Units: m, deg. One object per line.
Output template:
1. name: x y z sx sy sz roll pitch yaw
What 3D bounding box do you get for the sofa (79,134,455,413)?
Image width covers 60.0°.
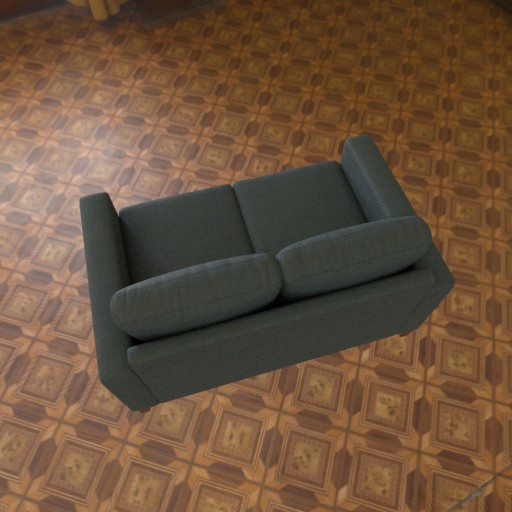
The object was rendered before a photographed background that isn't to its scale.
1. sofa: 0.000 0.000 2.135 1.489 0.903 0.955 -14 60 -8
